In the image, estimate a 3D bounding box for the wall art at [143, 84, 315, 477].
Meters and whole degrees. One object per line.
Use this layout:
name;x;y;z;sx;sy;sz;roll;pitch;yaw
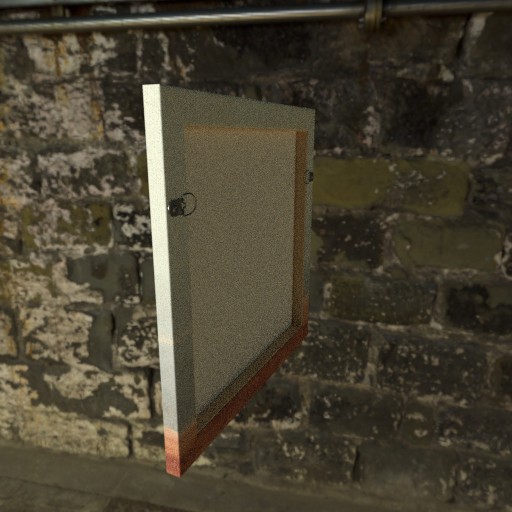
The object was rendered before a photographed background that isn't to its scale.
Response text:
wall art;0.000;0.000;0.914;0.034;0.605;0.605;7;17;25
